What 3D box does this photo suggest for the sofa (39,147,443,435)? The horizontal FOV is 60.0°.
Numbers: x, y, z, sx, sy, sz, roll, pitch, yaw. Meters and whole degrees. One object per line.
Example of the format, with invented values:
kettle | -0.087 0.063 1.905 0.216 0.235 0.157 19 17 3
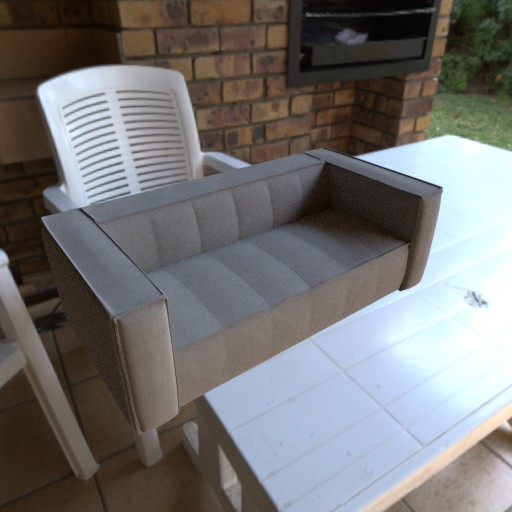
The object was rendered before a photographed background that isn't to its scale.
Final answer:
sofa | 0.000 0.000 2.518 1.995 0.680 1.038 -21 36 -31
